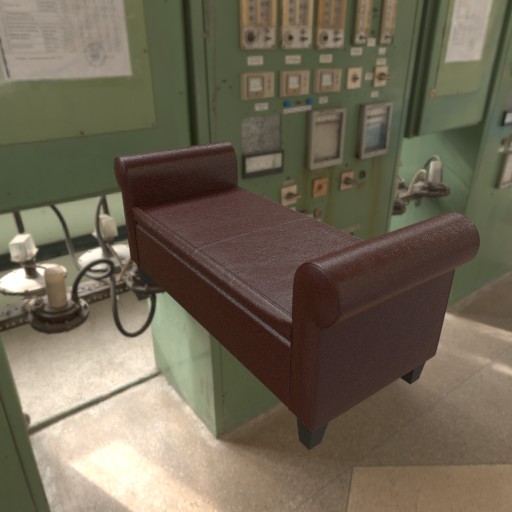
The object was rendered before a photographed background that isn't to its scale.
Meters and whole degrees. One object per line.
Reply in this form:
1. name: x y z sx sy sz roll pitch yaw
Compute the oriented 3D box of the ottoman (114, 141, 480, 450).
1. ottoman: 0.000 0.000 1.544 0.521 0.547 1.256 -18 31 -32
